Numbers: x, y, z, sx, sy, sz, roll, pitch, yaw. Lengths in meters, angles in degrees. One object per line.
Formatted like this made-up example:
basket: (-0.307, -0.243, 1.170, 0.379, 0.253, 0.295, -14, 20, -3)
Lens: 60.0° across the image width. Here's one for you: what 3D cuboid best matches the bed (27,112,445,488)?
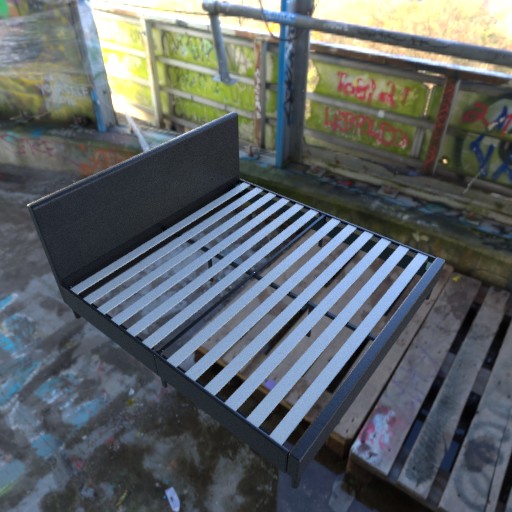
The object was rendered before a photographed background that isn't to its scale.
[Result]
bed: (0.000, 0.000, 3.246, 2.152, 1.046, 2.018, 27, 46, 29)
